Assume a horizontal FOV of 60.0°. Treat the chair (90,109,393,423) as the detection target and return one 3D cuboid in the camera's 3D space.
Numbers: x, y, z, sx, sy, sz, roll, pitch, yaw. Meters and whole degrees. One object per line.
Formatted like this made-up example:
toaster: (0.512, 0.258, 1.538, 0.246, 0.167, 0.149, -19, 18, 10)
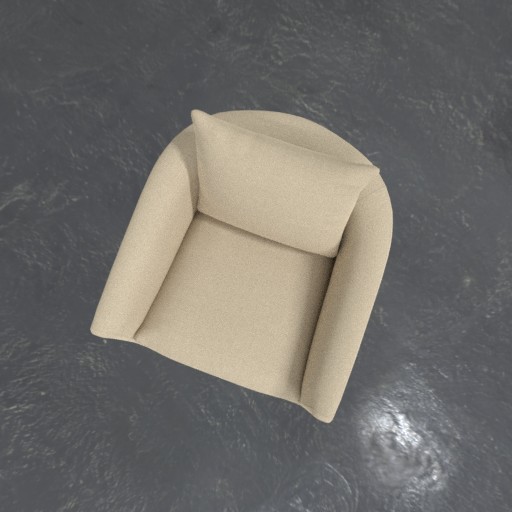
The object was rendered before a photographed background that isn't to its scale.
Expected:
chair: (0.000, 0.000, 1.635, 0.845, 0.848, 0.910, 19, 78, 4)
